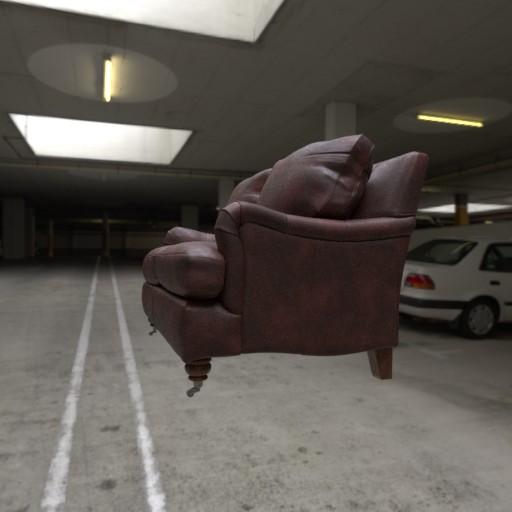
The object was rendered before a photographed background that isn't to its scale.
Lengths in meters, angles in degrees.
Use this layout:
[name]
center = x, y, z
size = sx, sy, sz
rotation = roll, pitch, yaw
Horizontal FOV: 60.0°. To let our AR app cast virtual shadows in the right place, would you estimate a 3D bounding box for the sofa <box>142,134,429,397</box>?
[sofa]
center = 0.000, 0.000, 2.503
size = 1.148, 1.070, 1.628
rotation = 0, 0, -19
